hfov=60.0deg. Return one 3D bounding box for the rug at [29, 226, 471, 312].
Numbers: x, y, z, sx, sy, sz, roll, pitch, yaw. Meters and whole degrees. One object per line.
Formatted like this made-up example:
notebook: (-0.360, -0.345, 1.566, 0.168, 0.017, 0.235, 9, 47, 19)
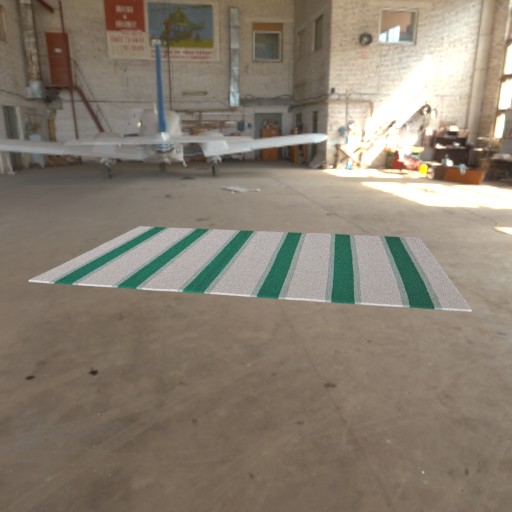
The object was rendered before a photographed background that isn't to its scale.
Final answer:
rug: (0.000, 0.000, 3.100, 2.436, 0.015, 1.521, 3, 16, 10)
